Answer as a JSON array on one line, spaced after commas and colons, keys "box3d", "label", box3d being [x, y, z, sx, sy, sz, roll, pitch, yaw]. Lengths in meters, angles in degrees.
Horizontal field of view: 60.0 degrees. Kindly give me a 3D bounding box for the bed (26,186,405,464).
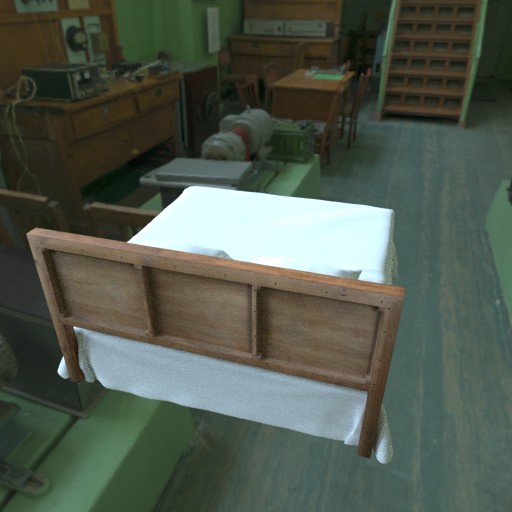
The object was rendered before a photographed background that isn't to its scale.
[{"box3d": [0.000, 0.000, 3.366, 2.255, 1.158, 2.165, 9, 32, 14], "label": "bed"}]
